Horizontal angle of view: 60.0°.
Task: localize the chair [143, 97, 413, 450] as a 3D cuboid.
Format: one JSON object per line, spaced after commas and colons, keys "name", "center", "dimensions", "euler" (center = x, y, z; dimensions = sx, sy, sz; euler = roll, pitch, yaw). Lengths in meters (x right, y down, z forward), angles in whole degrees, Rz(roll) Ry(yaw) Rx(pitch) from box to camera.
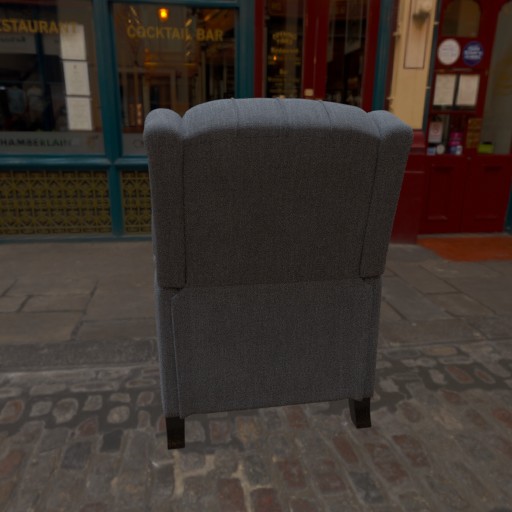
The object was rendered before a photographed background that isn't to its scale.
{"name": "chair", "center": [0.000, 0.000, 1.602], "dimensions": [0.742, 1.035, 0.898], "euler": [-3, 16, -9]}
